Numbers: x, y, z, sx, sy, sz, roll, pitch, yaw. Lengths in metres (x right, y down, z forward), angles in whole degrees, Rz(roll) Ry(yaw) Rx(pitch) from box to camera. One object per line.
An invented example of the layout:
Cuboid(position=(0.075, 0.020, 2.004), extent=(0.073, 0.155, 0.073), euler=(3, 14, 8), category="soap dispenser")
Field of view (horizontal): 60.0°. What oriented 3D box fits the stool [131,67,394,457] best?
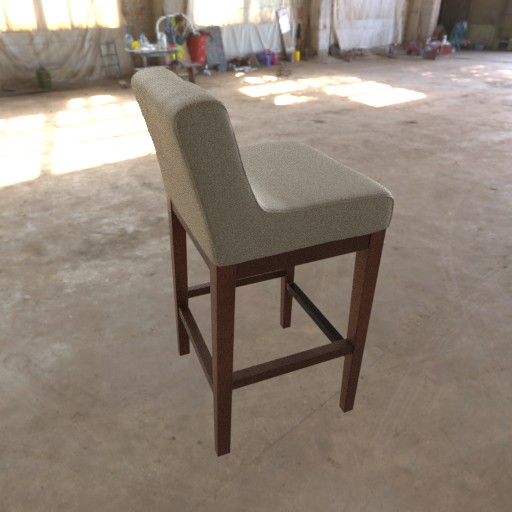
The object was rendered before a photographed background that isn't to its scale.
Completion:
Cuboid(position=(0.000, 0.000, 1.221), extent=(0.500, 0.937, 0.511), euler=(-11, 31, -19), category="stool")
